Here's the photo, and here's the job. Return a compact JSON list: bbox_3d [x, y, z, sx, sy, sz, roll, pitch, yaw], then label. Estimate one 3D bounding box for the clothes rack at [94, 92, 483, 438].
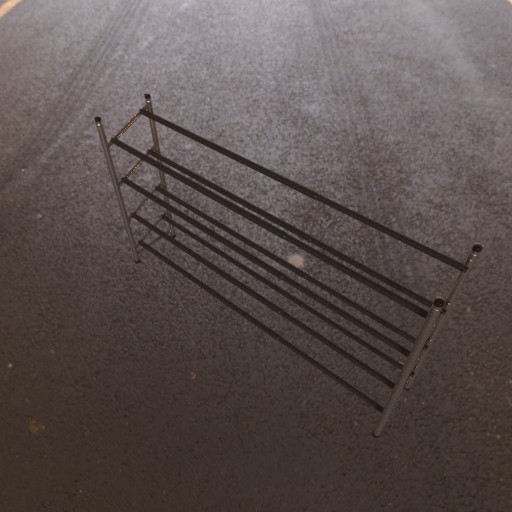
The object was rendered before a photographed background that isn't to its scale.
[{"bbox_3d":[0.000,0.000,1.446,1.168,0.672,0.229,31,54,27],"label":"clothes rack"}]
